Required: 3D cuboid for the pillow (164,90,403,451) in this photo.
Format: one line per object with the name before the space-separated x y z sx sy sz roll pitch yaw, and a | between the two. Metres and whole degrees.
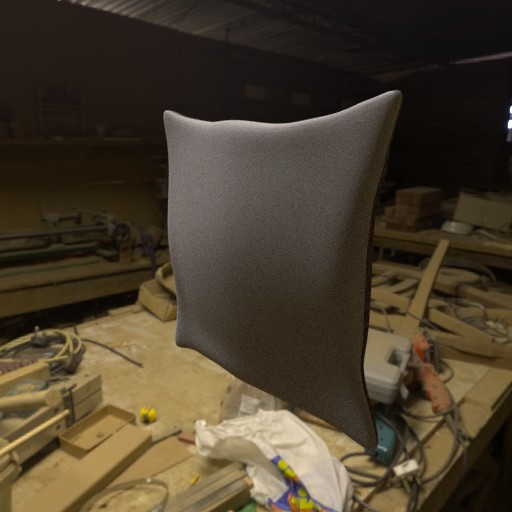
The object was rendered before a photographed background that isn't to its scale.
pillow | 0.000 0.000 0.779 0.163 0.513 0.514 -13 19 -43
